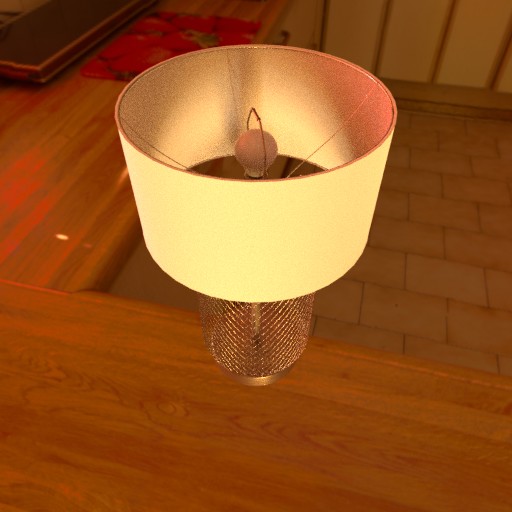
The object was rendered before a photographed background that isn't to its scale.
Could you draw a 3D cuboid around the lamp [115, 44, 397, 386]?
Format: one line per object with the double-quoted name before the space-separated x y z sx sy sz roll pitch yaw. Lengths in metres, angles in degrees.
"lamp" 0.000 0.000 0.773 0.353 0.578 0.353 0 46 0
